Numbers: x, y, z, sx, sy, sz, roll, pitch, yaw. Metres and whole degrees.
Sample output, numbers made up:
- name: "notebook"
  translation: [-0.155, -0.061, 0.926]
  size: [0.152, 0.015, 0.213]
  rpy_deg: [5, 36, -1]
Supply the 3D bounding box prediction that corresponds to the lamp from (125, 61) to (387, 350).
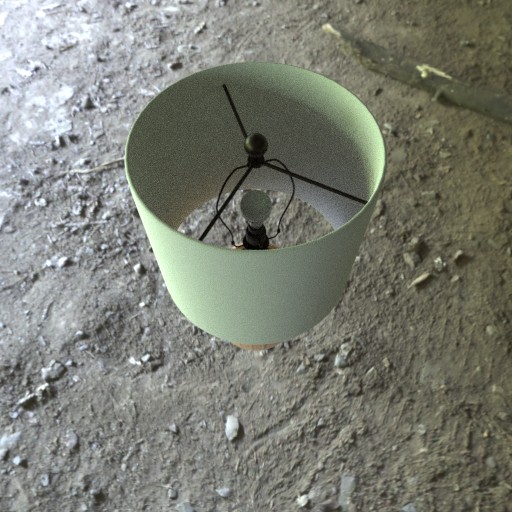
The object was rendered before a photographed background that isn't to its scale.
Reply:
- name: "lamp"
  translation: [0.000, 0.000, 0.790]
  size: [0.329, 0.570, 0.329]
  rpy_deg: [0, 59, 0]
